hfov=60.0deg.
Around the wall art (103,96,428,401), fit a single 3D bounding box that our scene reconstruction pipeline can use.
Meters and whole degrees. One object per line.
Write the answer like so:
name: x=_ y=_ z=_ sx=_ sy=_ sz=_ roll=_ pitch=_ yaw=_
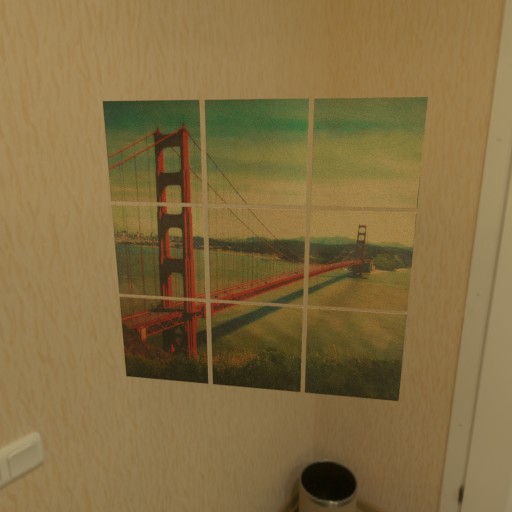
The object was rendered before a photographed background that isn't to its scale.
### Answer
wall art: x=0.000 y=0.000 z=2.252 sx=1.519 sy=1.507 sz=0.014 roll=2 pitch=15 yaw=9
